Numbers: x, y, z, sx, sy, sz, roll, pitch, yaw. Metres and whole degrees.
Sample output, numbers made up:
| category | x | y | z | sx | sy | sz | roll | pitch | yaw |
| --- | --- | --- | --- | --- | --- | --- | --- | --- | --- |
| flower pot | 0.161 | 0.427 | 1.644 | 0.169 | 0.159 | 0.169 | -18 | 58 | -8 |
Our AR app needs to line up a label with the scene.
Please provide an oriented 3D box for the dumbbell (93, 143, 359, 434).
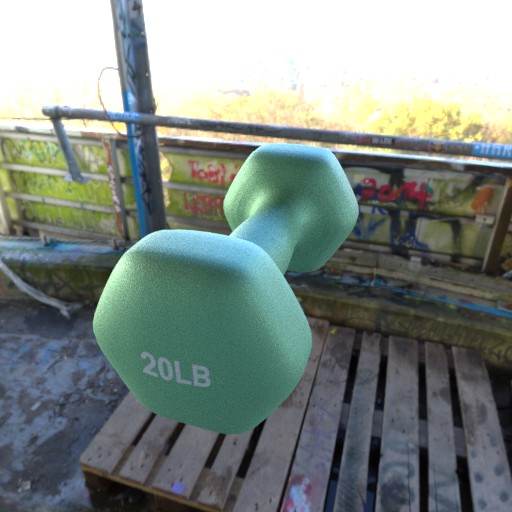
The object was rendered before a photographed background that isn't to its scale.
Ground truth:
| category | x | y | z | sx | sy | sz | roll | pitch | yaw |
| --- | --- | --- | --- | --- | --- | --- | --- | --- | --- |
| dumbbell | 0.000 | 0.000 | 0.337 | 0.129 | 0.117 | 0.260 | 10 | 30 | 17 |
